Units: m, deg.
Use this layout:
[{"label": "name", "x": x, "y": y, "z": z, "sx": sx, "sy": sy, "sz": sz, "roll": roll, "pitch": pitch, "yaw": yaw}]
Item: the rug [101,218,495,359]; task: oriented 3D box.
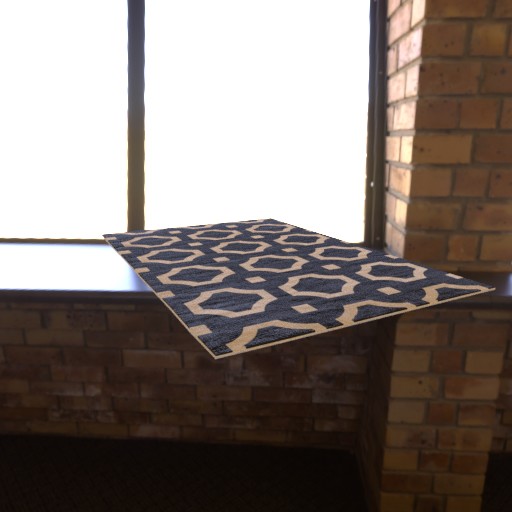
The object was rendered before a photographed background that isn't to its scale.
[{"label": "rug", "x": 0.000, "y": 0.000, "z": 2.881, "sx": 1.555, "sy": 0.016, "sz": 2.286, "roll": -8, "pitch": 17, "yaw": -27}]
